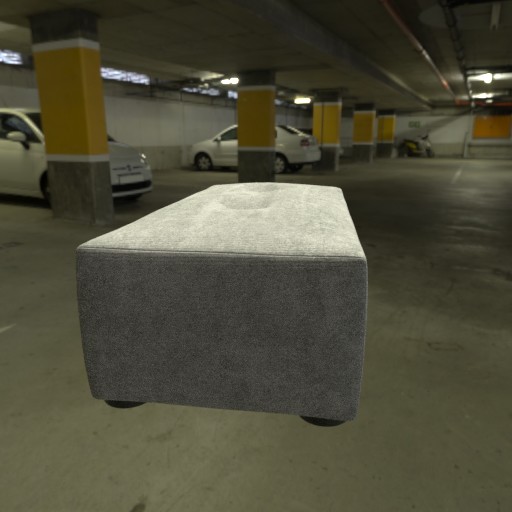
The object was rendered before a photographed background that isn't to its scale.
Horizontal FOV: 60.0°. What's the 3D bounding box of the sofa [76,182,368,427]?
[{"bbox_3d":[0.000,0.000,1.144,0.480,0.330,0.930,2,15,8],"label":"sofa"}]
